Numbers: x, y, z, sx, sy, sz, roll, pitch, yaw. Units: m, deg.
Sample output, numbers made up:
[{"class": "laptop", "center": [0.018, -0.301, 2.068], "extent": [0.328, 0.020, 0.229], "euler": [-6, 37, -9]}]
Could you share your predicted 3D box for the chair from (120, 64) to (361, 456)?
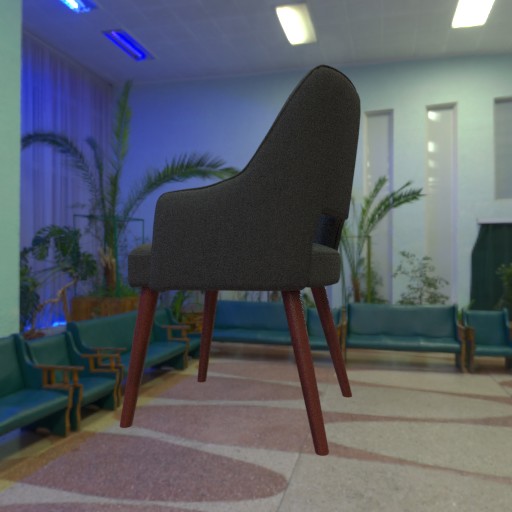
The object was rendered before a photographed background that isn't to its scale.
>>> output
[{"class": "chair", "center": [0.000, 0.000, 1.209], "extent": [0.560, 0.838, 0.559], "euler": [0, -1, 19]}]
